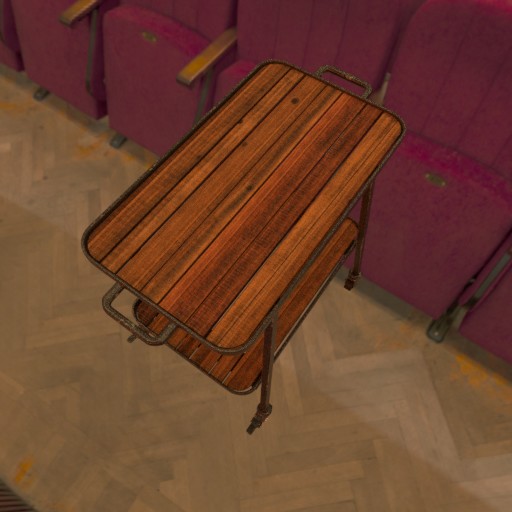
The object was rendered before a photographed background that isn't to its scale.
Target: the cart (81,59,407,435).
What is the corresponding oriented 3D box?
[{"bbox_3d":[0.000,0.000,1.250,0.515,0.700,0.806,32,66,16],"label":"cart"}]
